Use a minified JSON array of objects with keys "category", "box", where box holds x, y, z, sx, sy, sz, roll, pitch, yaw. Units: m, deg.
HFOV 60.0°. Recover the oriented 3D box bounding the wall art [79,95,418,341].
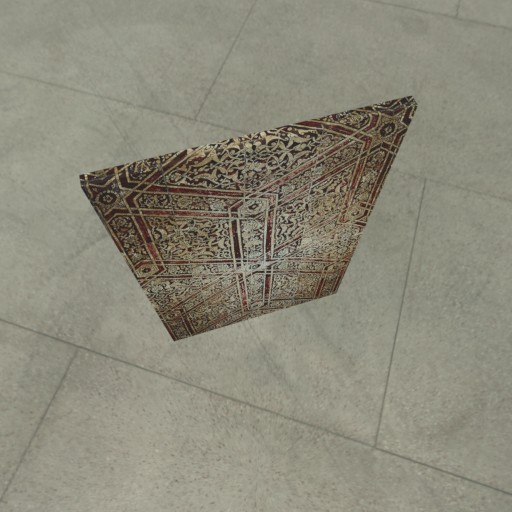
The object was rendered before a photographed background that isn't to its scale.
[{"category":"wall art","box":[0.000,0.000,1.164,0.599,0.904,0.030,-16,64,-8]}]
